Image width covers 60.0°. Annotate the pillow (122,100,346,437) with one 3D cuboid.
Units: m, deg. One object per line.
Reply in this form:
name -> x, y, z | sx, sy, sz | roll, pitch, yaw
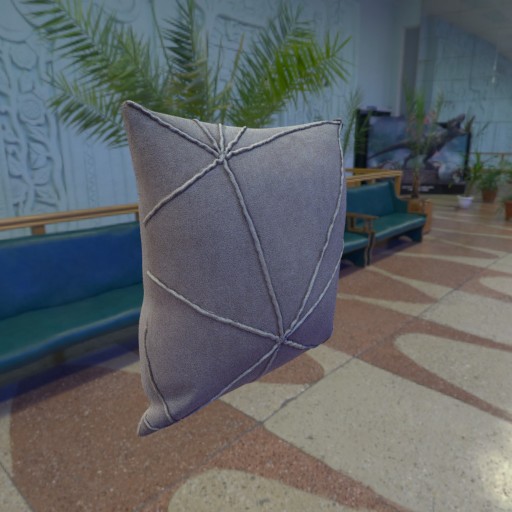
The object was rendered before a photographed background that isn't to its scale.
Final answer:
pillow -> 0.000, 0.000, 0.695 | 0.439, 0.440, 0.185 | -14, 21, -43
